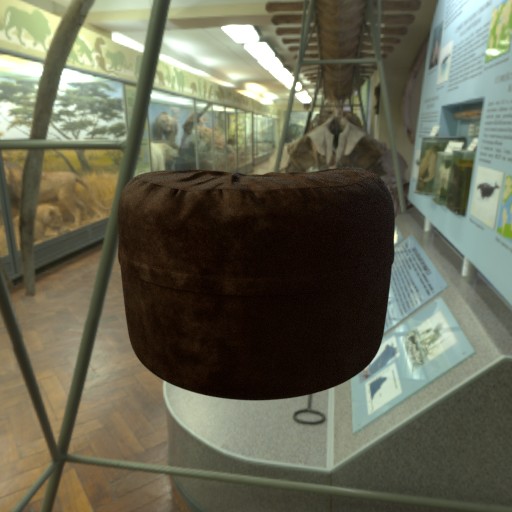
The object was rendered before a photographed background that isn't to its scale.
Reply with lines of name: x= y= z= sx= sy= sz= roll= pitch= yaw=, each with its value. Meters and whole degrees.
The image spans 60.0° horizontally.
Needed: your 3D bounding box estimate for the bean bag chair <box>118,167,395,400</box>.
bean bag chair: x=0.000 y=0.000 z=1.544 sx=0.918 sy=0.616 sz=0.918 roll=0 pitch=16 yaw=0
